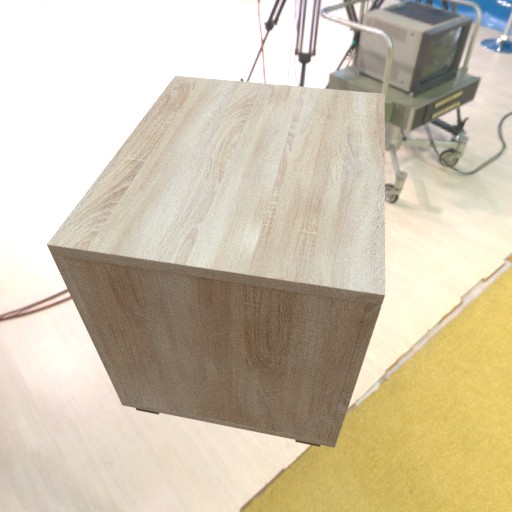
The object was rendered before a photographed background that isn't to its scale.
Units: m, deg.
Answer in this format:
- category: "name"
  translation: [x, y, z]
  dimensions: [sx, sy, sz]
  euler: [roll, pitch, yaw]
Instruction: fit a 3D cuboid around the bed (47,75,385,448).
- category: "bed"
  translation: [0.000, 0.000, 0.790]
  dimensions: [0.401, 0.420, 0.460]
  euler: [8, 46, 8]
